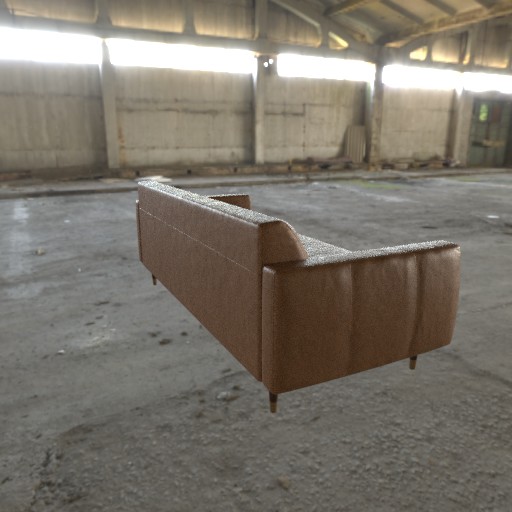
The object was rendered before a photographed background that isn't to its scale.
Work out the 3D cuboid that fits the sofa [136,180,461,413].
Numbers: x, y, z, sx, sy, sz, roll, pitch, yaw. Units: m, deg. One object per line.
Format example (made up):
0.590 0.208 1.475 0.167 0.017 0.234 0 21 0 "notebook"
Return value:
0.000 0.000 2.774 0.990 0.821 2.291 -7 16 -26 "sofa"
